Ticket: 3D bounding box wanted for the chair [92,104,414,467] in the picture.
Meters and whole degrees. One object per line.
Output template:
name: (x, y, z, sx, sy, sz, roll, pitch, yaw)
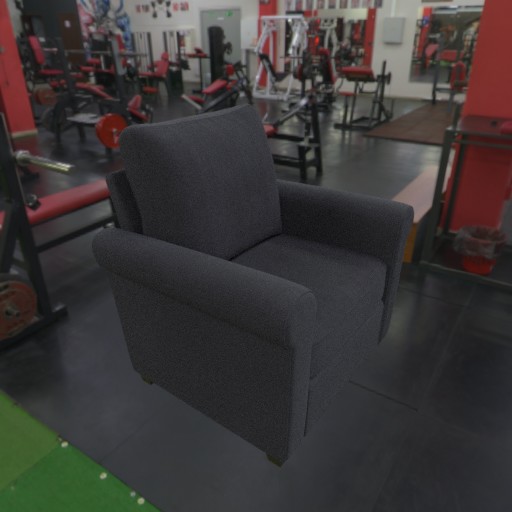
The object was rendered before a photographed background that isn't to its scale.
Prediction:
chair: (0.000, 0.000, 1.600, 0.828, 0.942, 0.867, 19, 33, 32)
